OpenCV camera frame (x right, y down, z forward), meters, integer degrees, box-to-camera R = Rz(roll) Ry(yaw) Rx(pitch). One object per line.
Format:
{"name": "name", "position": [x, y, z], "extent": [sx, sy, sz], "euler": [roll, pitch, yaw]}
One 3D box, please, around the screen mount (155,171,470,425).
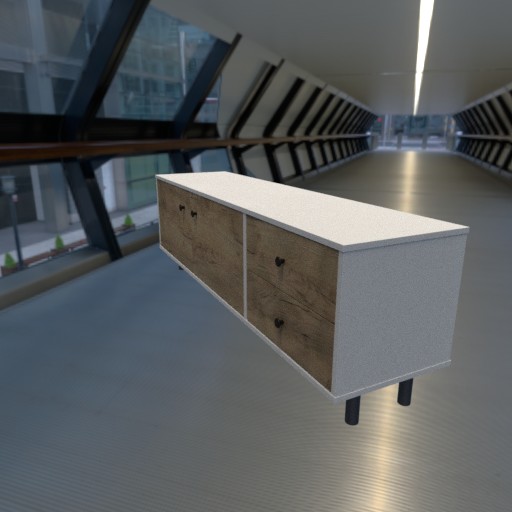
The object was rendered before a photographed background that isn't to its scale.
{"name": "screen mount", "position": [0.000, 0.000, 1.803], "extent": [0.418, 0.520, 1.600], "euler": [-8, 18, -26]}
